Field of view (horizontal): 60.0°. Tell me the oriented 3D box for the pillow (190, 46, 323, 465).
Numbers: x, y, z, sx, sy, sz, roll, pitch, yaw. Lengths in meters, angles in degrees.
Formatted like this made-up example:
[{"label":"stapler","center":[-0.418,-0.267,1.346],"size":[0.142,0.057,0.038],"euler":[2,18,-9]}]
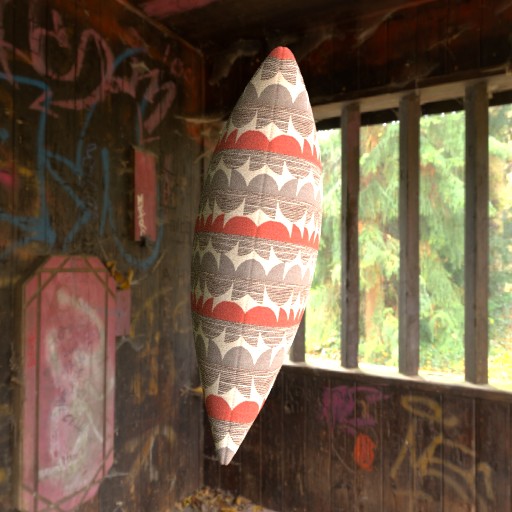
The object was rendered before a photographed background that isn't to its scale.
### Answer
[{"label":"pillow","center":[0.000,0.000,0.638],"size":[0.180,0.410,0.420],"euler":[0,-1,0]}]
